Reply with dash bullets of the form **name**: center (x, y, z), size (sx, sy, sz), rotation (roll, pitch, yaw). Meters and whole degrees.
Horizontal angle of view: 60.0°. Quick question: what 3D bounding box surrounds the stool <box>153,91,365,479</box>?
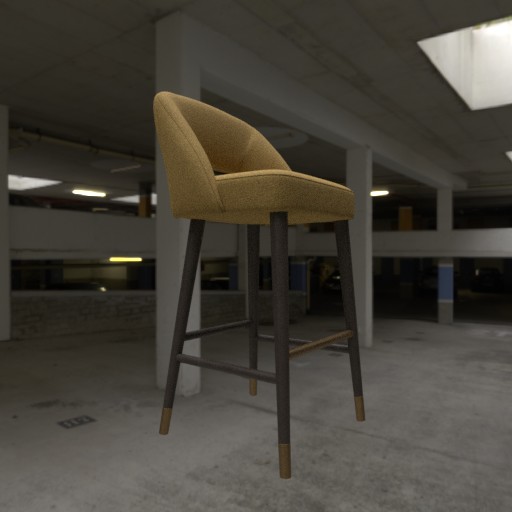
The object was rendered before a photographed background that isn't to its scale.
- **stool**: center (0.000, 0.000, 1.357), size (0.522, 1.032, 0.536), rotation (0, 1, 36)
